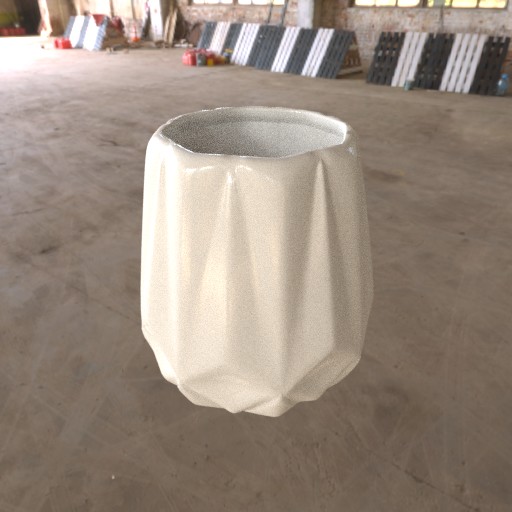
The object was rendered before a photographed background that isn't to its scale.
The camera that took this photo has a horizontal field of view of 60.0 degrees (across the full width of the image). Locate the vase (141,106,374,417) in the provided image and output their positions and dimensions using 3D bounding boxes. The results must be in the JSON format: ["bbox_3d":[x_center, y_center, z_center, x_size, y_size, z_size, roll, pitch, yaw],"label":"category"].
[{"bbox_3d":[0.000,0.000,0.262,0.141,0.152,0.141,0,31,0],"label":"vase"}]
